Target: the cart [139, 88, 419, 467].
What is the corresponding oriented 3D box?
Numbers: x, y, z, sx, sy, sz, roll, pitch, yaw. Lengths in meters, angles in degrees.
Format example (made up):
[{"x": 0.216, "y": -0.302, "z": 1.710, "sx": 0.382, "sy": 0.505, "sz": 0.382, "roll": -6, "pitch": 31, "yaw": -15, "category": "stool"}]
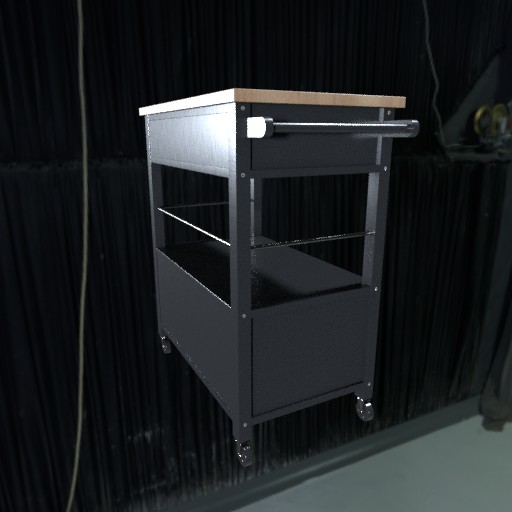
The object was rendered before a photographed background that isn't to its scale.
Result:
[{"x": 0.000, "y": 0.000, "z": 1.376, "sx": 0.459, "sy": 0.901, "sz": 0.840, "roll": -8, "pitch": 17, "yaw": -27, "category": "cart"}]
